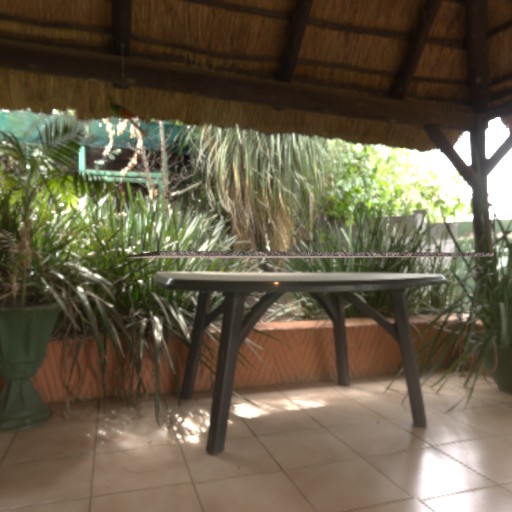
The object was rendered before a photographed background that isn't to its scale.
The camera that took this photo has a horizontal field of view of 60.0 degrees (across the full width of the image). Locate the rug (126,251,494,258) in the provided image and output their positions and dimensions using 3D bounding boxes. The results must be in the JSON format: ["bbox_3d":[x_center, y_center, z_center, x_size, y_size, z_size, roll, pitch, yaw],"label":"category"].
[{"bbox_3d":[0.000,0.000,2.855,1.501,0.017,2.298,0,0,-19],"label":"rug"}]
